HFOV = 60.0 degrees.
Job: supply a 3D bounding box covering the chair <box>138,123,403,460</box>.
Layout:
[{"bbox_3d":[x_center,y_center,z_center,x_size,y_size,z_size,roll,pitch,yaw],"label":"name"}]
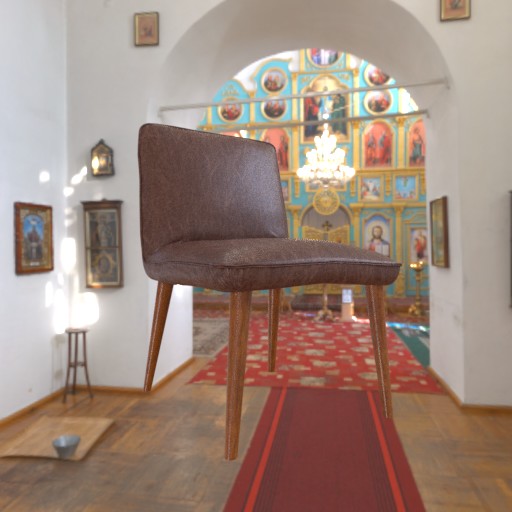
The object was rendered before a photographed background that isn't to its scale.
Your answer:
[{"bbox_3d":[0.000,0.000,1.208,0.543,0.803,0.645,0,0,-36],"label":"chair"}]
